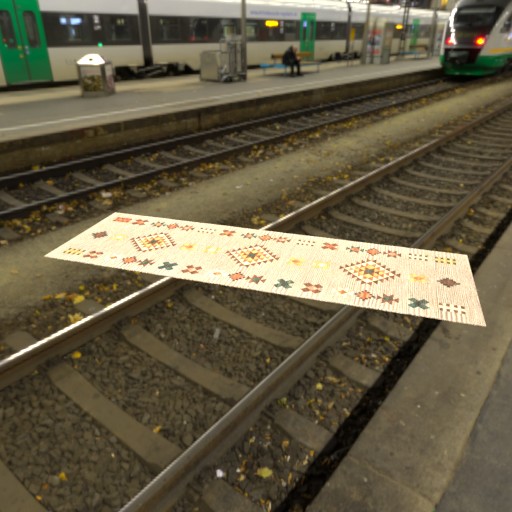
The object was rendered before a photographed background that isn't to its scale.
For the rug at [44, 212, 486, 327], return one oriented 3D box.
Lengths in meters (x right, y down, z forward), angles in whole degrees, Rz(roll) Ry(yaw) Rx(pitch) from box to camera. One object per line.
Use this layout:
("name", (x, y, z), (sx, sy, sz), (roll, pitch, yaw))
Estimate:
("rug", (0.000, 0.000, 2.669), (2.432, 0.008, 0.766), (8, 28, 15))
